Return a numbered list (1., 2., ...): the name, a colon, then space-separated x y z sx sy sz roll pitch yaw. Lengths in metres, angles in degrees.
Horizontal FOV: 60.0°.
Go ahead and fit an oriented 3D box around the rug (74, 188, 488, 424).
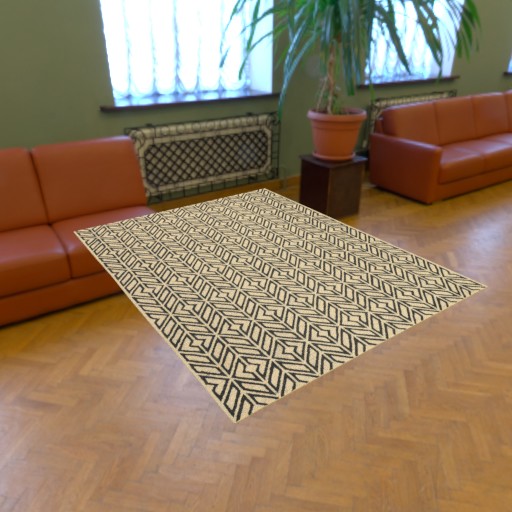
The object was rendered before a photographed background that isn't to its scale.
1. rug: 0.000 0.000 4.046 2.421 0.008 3.045 -18 32 -31
